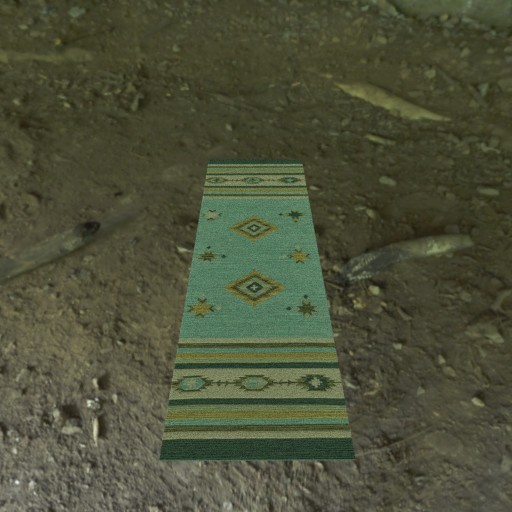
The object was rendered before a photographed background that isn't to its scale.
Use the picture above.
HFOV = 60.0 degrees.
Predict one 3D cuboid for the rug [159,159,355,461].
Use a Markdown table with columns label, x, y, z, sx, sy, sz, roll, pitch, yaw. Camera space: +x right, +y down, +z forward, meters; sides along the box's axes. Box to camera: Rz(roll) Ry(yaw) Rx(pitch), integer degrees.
| label | x | y | z | sx | sy | sz | roll | pitch | yaw |
| --- | --- | --- | --- | --- | --- | --- | --- | --- | --- |
| rug | 0.000 | 0.000 | 2.624 | 0.744 | 0.010 | 2.441 | 0 | 39 | 0 |
